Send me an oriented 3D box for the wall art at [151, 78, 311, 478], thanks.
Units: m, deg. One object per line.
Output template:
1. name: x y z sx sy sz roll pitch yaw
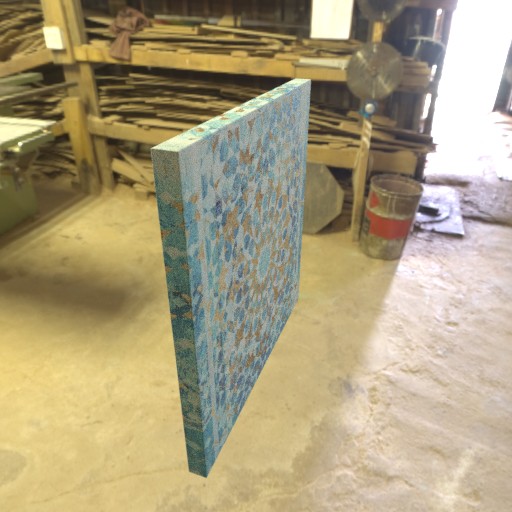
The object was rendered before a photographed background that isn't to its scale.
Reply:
1. wall art: 0.000 0.000 0.917 0.040 0.609 0.609 11 31 18
